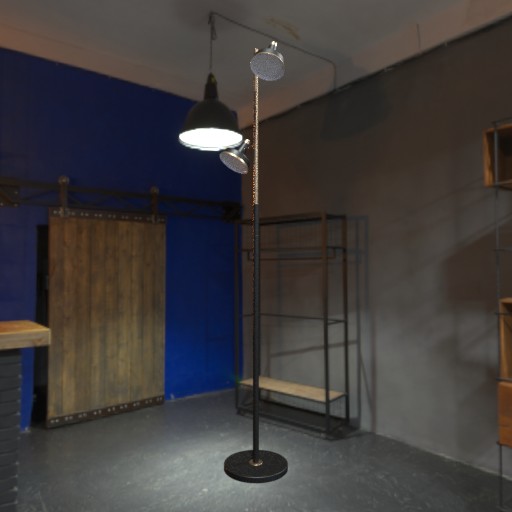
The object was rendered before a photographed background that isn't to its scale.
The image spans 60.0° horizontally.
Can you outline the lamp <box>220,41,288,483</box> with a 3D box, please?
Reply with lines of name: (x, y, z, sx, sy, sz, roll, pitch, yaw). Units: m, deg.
lamp: (0.000, 0.000, 1.772, 0.253, 1.674, 0.351, 1, -2, -36)
